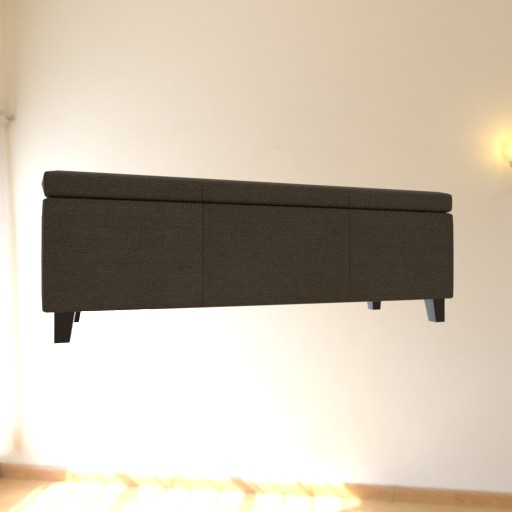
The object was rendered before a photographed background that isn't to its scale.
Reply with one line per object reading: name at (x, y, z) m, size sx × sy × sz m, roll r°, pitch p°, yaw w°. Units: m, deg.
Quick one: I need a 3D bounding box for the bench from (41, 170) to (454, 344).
bench at (0.000, 0.000, 1.478) m, size 1.269 × 0.438 × 0.446 m, roll 0°, pitch 0°, yaw -18°
